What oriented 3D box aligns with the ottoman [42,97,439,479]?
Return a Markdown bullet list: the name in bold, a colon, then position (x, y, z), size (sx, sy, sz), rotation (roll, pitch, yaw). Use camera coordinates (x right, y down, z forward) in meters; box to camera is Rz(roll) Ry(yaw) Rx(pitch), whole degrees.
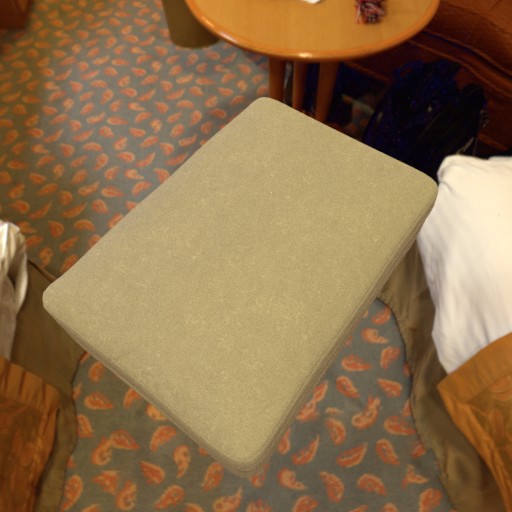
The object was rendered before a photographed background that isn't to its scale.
- **ottoman**: position (0.000, 0.000, 1.586), size (0.840, 0.429, 1.199), rotation (33, 64, 18)
